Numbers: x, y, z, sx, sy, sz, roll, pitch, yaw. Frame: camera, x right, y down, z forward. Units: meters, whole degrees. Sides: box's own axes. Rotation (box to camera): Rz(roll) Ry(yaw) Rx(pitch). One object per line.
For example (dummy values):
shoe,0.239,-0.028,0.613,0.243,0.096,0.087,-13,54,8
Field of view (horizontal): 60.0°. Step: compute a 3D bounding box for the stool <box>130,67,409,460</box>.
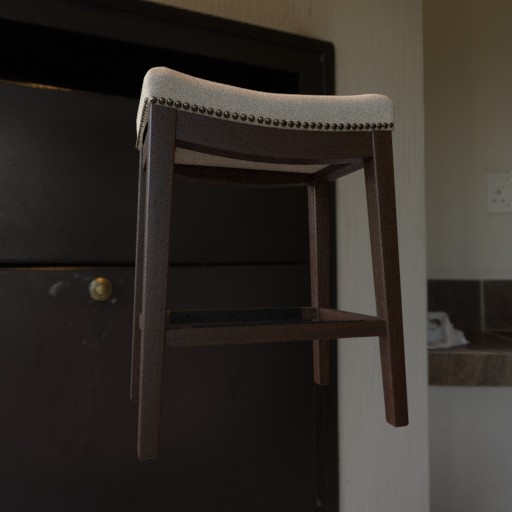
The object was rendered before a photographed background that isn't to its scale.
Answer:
stool,0.000,0.000,0.966,0.509,0.669,0.363,1,-2,-18
